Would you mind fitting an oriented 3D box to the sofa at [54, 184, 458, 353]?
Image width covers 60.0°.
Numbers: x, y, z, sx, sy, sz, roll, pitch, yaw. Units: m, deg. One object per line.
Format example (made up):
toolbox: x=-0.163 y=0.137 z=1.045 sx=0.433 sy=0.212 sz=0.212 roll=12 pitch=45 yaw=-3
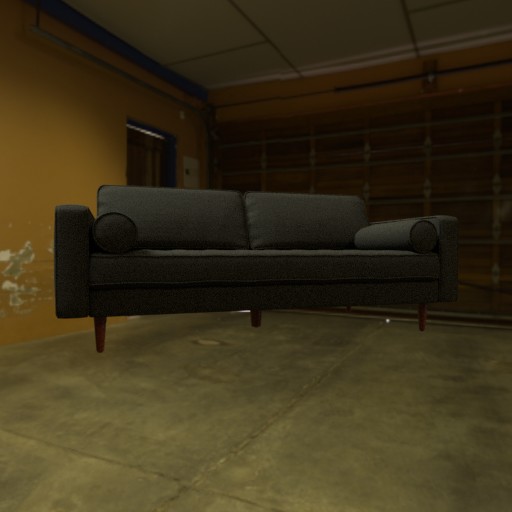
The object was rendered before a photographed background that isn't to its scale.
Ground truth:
sofa: x=0.000 y=0.000 z=2.353 sx=1.875 sy=0.759 sz=0.914 roll=0 pitch=1 yaw=-18
